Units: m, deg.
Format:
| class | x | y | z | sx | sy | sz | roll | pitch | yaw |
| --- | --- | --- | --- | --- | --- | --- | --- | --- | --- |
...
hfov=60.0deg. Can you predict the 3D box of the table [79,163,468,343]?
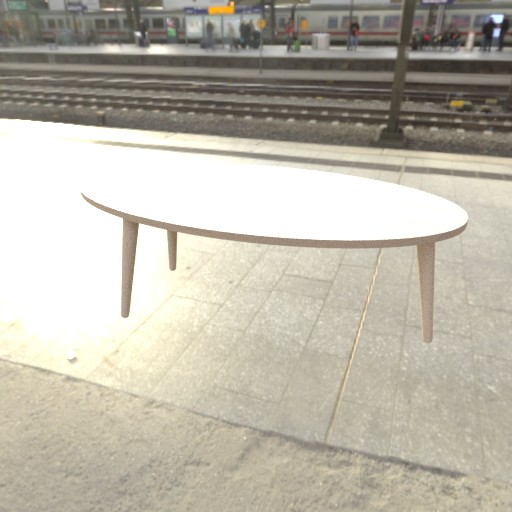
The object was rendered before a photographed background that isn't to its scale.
| class | x | y | z | sx | sy | sz | roll | pitch | yaw |
| --- | --- | --- | --- | --- | --- | --- | --- | --- | --- |
| table | 0.000 | 0.000 | 1.313 | 1.083 | 0.390 | 0.542 | 8 | 28 | 16 |
